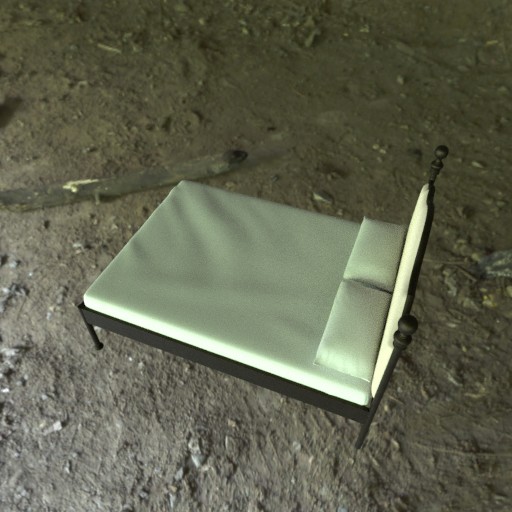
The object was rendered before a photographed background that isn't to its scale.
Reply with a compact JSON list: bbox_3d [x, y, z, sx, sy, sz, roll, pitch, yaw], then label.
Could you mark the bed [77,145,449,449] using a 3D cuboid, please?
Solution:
[{"bbox_3d":[0.000,0.000,3.324,2.224,1.499,1.642,16,48,15],"label":"bed"}]
